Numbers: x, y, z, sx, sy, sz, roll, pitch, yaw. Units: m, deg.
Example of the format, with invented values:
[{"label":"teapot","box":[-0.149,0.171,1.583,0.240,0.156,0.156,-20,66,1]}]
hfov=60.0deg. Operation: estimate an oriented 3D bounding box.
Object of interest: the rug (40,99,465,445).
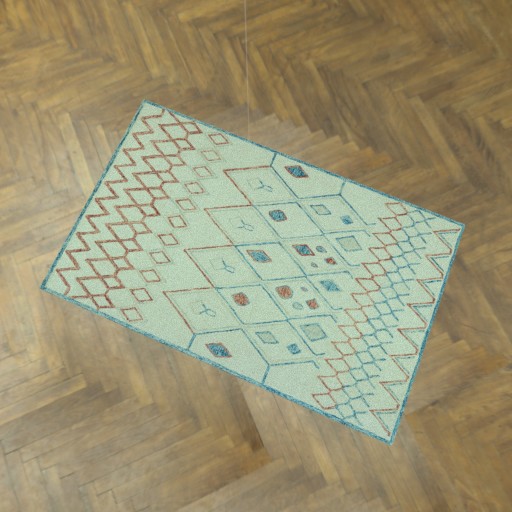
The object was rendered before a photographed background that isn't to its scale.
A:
[{"label":"rug","box":[0.000,0.000,2.958,2.438,0.015,1.524,23,77,5]}]
